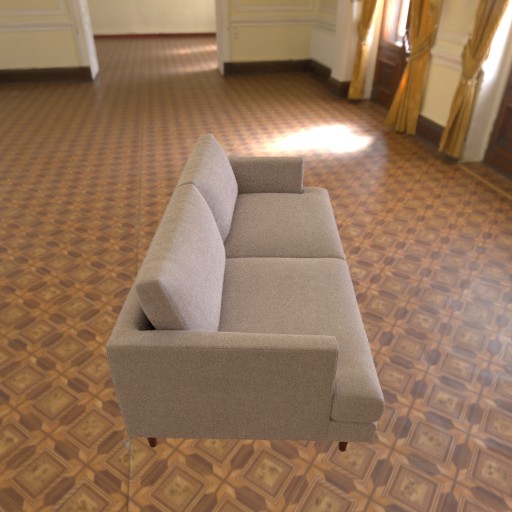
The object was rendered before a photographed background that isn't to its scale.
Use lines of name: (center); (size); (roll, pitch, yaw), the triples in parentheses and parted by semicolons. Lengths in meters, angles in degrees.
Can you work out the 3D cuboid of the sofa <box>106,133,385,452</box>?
sofa: (0.000, 0.000, 2.460); (1.020, 0.868, 1.948); (1, 32, 1)
